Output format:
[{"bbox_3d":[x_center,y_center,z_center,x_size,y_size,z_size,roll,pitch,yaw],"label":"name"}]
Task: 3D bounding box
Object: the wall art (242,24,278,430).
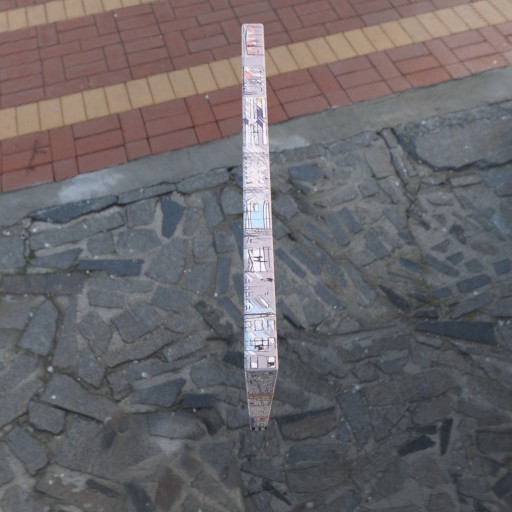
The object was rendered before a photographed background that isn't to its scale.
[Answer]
[{"bbox_3d":[0.000,0.000,1.138,0.048,0.762,0.761,-1,63,-1],"label":"wall art"}]
